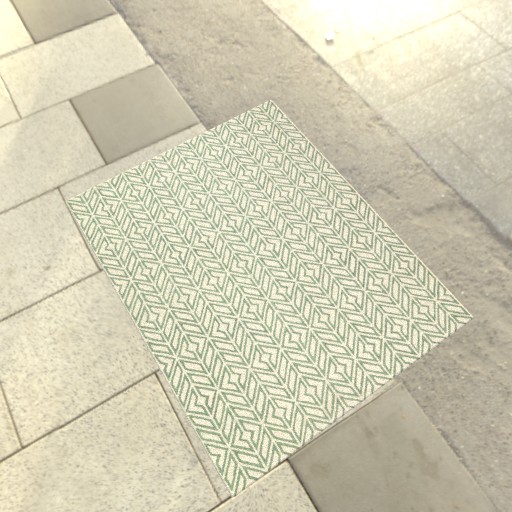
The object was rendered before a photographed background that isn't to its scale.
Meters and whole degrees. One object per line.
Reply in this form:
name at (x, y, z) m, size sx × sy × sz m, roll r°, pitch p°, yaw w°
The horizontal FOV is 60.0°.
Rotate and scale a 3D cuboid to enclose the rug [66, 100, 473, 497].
rug at (0.000, 0.000, 4.049) m, size 2.441 × 0.017 × 3.050 m, roll -31°, pitch 67°, yaw -14°
